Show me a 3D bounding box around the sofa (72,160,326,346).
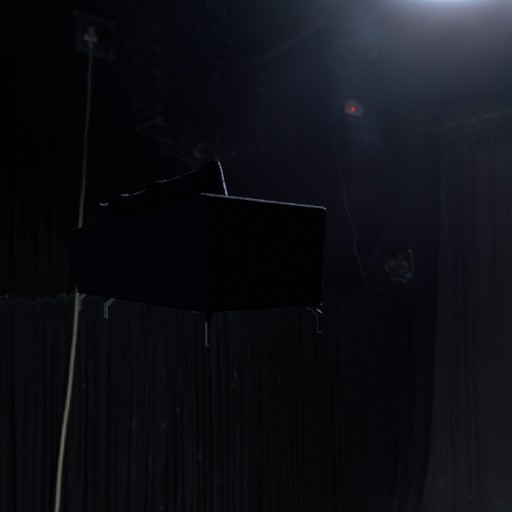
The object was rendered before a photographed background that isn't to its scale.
[{"bbox_3d":[0.000,0.000,3.870,2.463,0.988,2.472,1,-2,-36],"label":"sofa"}]
